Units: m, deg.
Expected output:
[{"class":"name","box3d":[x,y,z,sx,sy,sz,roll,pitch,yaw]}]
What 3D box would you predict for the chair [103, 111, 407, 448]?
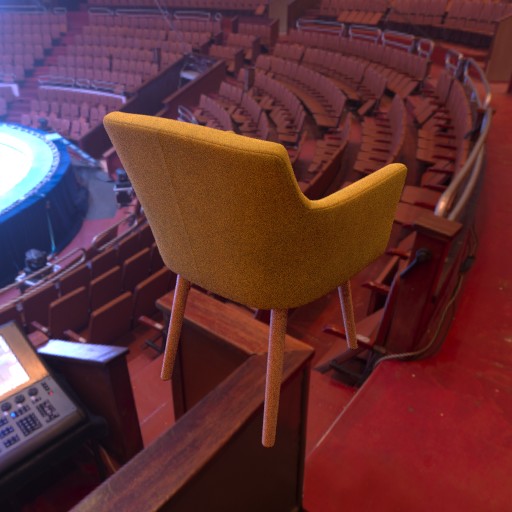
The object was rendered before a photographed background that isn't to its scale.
[{"class":"chair","box3d":[0.000,0.000,1.168,0.570,0.780,0.570,21,35,32]}]
